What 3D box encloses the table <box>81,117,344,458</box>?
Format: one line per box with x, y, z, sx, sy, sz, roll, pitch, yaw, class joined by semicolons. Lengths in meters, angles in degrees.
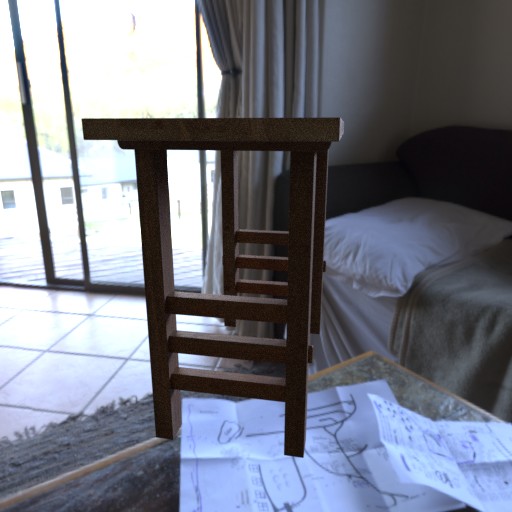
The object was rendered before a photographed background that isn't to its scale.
0.000;0.000;1.568;0.556;0.914;1.119;3;17;11;table
